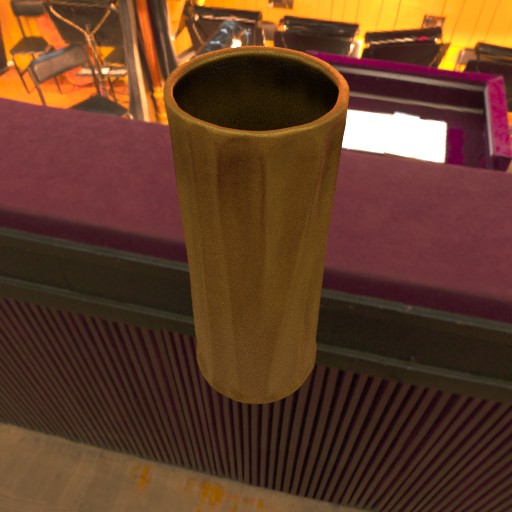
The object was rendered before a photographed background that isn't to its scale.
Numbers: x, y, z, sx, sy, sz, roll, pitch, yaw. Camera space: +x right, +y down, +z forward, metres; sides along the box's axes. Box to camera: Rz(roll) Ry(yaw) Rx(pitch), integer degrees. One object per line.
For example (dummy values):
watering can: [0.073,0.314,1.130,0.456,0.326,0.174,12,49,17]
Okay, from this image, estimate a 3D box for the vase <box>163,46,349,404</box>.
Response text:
vase: [0.000,0.000,0.176,0.061,0.143,0.061,0,48,0]
